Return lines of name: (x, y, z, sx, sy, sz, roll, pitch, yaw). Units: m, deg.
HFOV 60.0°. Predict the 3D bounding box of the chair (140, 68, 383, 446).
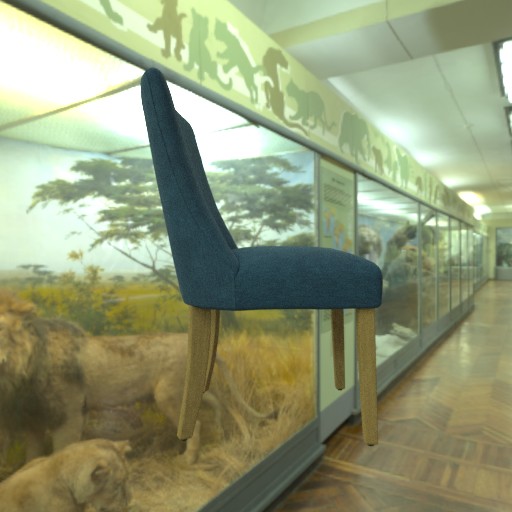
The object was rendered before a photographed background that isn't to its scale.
chair: (0.000, 0.000, 1.270, 0.609, 0.902, 0.495, 0, 1, 1)
